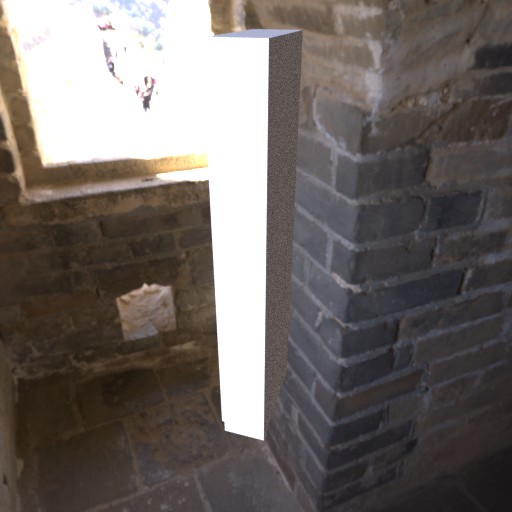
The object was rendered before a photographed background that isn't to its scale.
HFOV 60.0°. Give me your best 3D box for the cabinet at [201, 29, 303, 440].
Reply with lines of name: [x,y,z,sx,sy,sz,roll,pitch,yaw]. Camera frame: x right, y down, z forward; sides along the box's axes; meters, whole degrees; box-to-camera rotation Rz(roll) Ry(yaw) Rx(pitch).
cabinet: [0.000,0.000,1.989,0.230,1.790,0.500,9,31,15]
